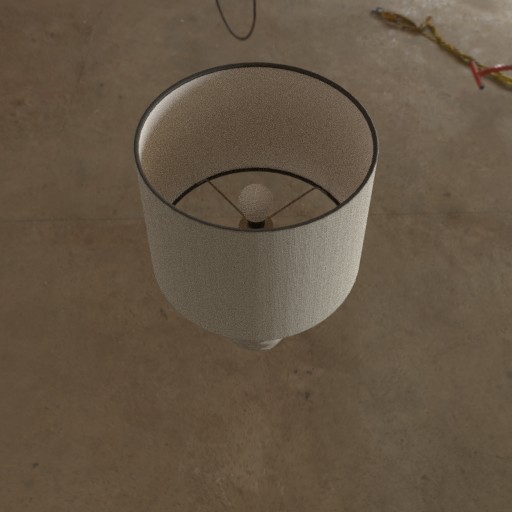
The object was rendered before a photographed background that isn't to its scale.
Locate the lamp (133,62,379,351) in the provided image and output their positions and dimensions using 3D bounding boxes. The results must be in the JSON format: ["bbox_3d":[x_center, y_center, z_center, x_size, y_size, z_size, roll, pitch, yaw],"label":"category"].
[{"bbox_3d":[0.000,0.000,0.841,0.376,0.594,0.376,0,57,0],"label":"lamp"}]
